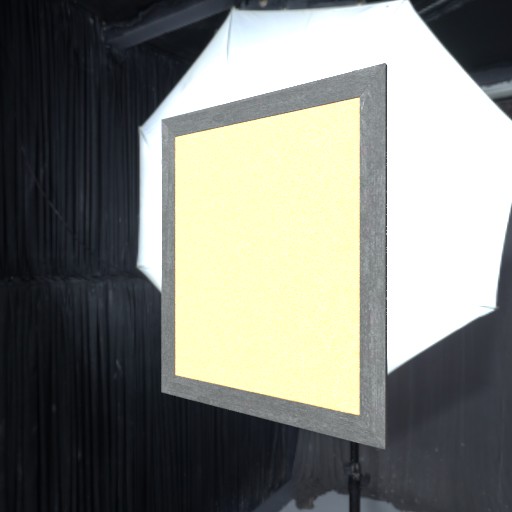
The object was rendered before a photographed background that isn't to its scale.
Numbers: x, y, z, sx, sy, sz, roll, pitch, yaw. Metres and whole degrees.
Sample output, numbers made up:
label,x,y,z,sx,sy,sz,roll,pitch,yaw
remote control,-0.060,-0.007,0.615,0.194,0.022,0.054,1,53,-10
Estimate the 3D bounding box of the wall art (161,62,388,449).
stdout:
label,x,y,z,sx,sy,sz,roll,pitch,yaw
wall art,0.000,0.000,0.795,0.476,0.570,0.013,0,0,35
